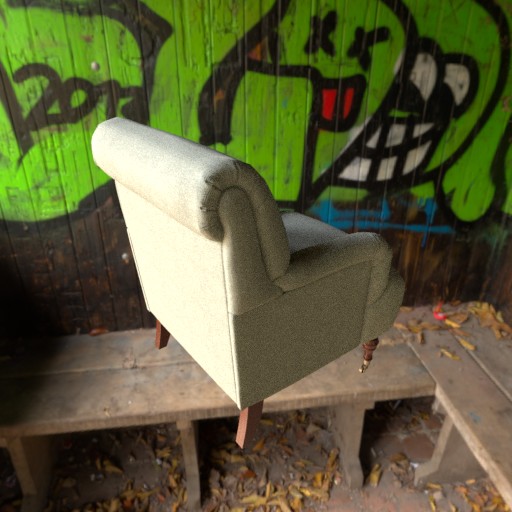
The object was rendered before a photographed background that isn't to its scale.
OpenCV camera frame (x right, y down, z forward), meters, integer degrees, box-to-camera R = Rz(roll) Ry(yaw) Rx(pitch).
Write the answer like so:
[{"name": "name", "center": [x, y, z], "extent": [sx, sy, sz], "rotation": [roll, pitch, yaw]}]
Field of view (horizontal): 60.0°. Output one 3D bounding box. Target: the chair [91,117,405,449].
[{"name": "chair", "center": [0.000, 0.000, 1.994], "extent": [1.060, 1.178, 0.964], "rotation": [-18, 32, -32]}]
